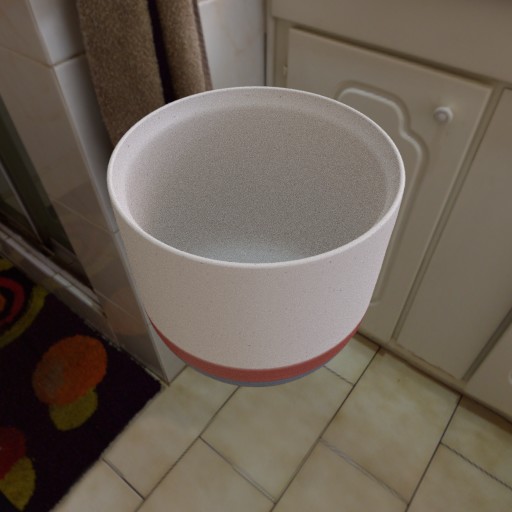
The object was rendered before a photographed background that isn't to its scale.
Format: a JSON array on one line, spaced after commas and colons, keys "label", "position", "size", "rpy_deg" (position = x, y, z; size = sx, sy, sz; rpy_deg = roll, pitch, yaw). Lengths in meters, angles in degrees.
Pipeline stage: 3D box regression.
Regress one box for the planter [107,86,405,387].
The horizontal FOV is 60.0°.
[{"label": "planter", "position": [0.000, 0.000, 0.503], "size": [0.268, 0.270, 0.268], "rpy_deg": [0, 48, 0]}]
